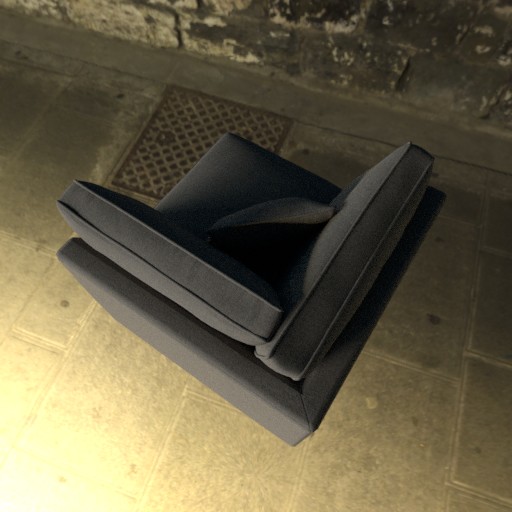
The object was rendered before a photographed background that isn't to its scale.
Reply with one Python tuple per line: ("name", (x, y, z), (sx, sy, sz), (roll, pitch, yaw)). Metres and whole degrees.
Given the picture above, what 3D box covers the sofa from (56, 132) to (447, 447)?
("sofa", (0.000, 0.000, 1.968), (1.146, 1.002, 1.084), (31, 68, 14))
